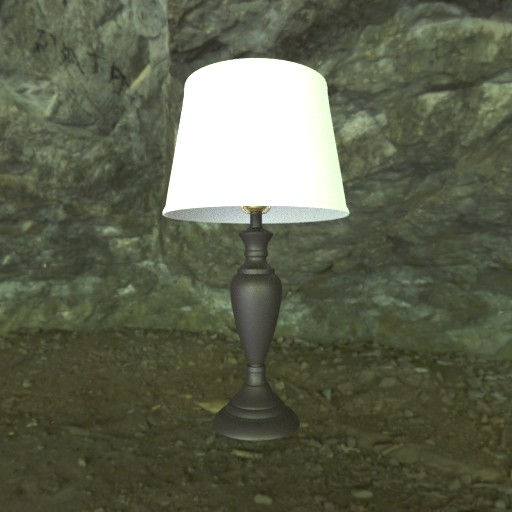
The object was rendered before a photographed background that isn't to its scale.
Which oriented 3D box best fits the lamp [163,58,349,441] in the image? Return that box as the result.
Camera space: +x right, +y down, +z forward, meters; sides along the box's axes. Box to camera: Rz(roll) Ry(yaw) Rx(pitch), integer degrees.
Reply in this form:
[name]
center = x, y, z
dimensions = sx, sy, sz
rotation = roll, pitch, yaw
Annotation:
[lamp]
center = 0.000, 0.000, 0.812
dimensions = 0.335, 0.611, 0.335
rotation = 0, 0, 0
